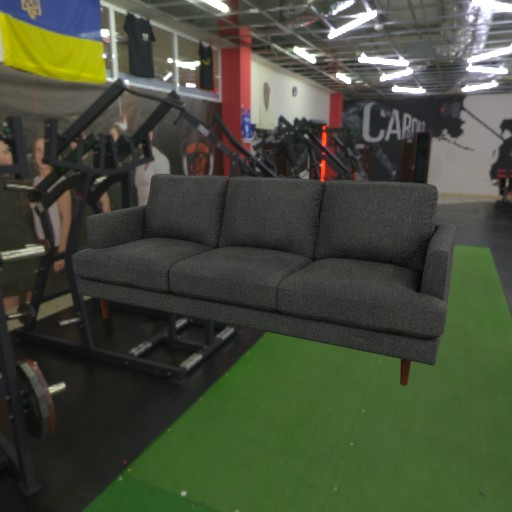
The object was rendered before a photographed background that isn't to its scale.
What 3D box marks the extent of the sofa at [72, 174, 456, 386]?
[{"bbox_3d":[0.000,0.000,2.754,2.246,0.930,0.903,7,16,25],"label":"sofa"}]
